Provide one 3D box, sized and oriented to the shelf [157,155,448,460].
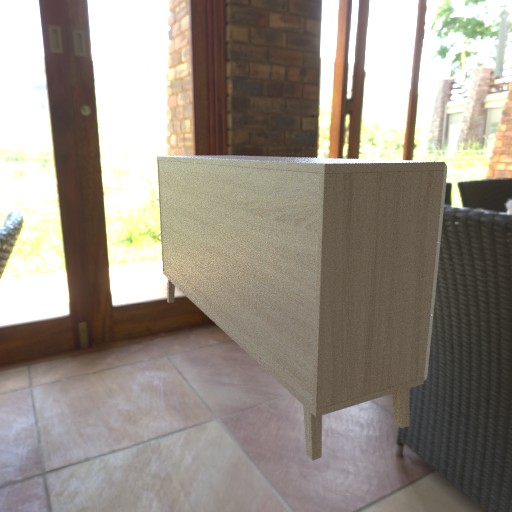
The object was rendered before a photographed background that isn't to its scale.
[{"bbox_3d":[0.000,0.000,1.803,0.400,0.780,1.490,-7,15,-26],"label":"shelf"}]
